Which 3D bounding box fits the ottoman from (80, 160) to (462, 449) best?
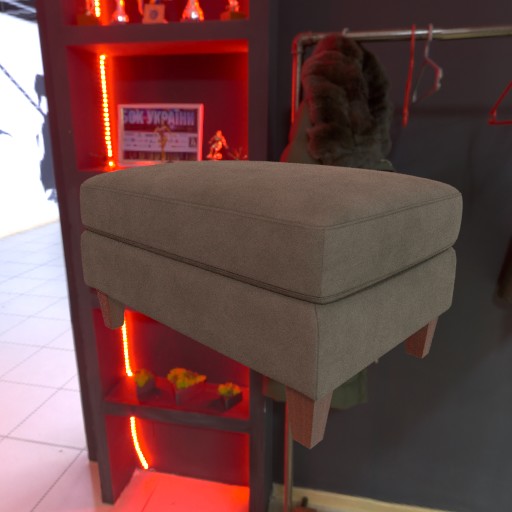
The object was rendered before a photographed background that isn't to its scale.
[{"bbox_3d":[0.000,0.000,1.181,0.864,0.483,0.584,15,22,42],"label":"ottoman"}]
